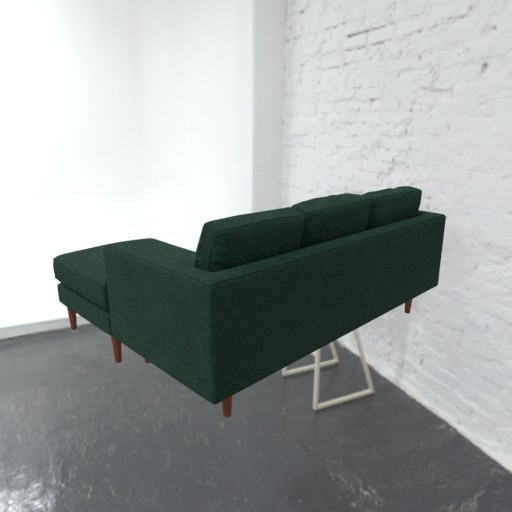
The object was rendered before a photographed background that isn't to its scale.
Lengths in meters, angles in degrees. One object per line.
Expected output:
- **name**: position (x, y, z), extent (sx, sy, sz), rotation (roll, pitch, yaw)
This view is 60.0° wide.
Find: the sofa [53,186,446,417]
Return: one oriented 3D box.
- **sofa**: position (0.000, 0.000, 2.885), extent (2.030, 0.899, 1.580), rotation (-15, 22, -42)
